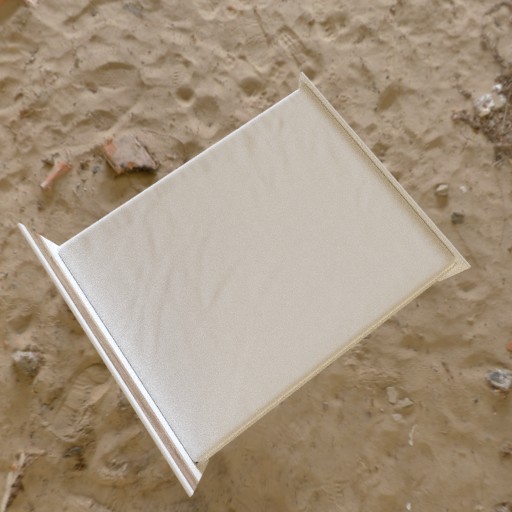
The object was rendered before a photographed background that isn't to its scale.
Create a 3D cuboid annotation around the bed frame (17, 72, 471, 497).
[{"bbox_3d":[0.000,0.000,2.848,2.060,0.800,1.720,-35,79,-8],"label":"bed frame"}]
